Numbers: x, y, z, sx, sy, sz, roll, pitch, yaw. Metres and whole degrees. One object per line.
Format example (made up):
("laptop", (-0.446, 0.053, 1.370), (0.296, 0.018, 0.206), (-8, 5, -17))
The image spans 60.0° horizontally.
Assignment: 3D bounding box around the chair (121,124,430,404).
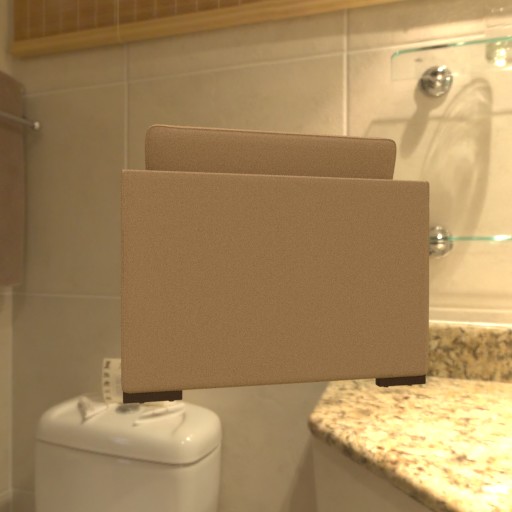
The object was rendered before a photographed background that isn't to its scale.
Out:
("chair", (0.000, 0.000, 2.150), (1.293, 1.005, 1.274), (0, 0, -19))
